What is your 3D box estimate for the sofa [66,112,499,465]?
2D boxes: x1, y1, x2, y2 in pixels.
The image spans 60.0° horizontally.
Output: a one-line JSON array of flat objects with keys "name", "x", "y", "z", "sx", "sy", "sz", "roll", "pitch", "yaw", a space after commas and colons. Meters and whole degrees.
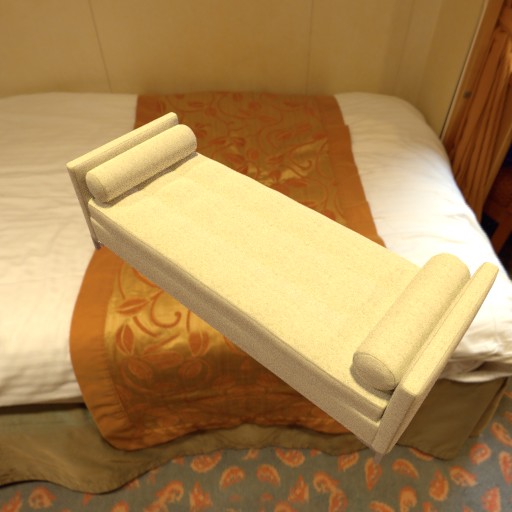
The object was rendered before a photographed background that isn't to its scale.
[{"name": "sofa", "x": 0.000, "y": 0.000, "z": 2.370, "sx": 2.102, "sy": 0.655, "sz": 0.797, "roll": 31, "pitch": 53, "yaw": 27}]
